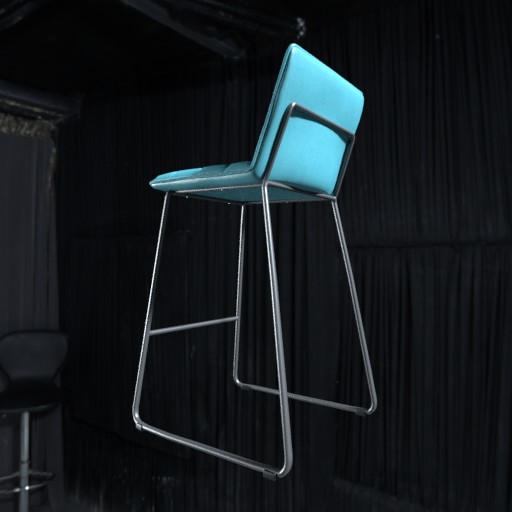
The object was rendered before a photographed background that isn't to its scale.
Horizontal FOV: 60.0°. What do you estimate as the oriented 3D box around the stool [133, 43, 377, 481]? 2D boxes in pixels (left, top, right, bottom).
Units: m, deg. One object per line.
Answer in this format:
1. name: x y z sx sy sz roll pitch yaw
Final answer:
1. stool: 0.000 0.000 1.253 0.524 0.936 0.489 0 0 37
